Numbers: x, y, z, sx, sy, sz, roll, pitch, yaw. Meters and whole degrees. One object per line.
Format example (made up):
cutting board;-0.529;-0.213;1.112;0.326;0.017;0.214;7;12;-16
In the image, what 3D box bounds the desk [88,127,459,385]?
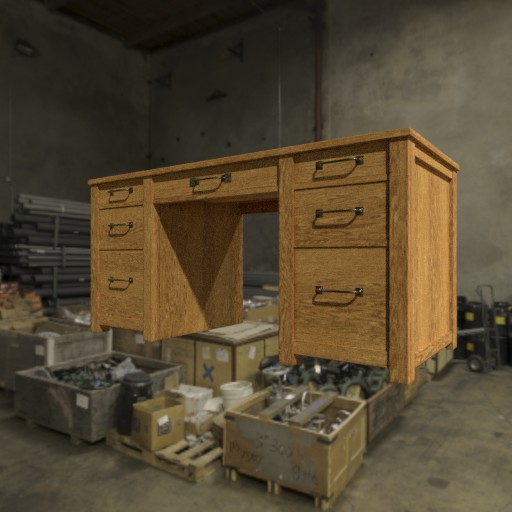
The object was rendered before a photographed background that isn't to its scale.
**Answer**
desk;0.000;0.000;2.001;1.567;0.751;0.685;0;0;36
